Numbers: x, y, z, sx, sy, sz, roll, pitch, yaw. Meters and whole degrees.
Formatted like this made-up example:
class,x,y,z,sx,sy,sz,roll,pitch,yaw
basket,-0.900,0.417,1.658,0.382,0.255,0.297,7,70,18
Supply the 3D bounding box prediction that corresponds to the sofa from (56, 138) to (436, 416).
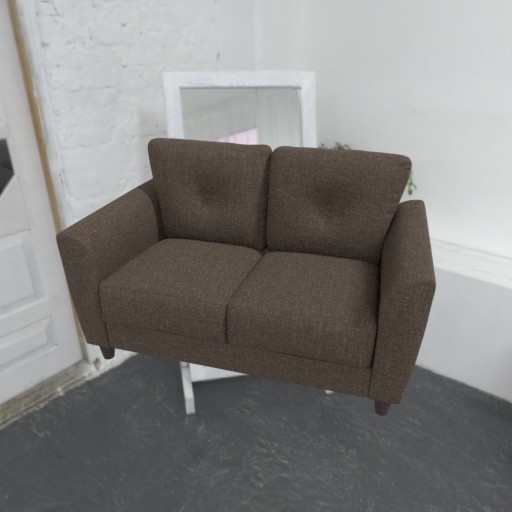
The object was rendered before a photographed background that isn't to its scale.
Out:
class,x,y,z,sx,sy,sz,roll,pitch,yaw
sofa,0.000,0.000,1.993,1.423,0.885,0.851,7,27,14
